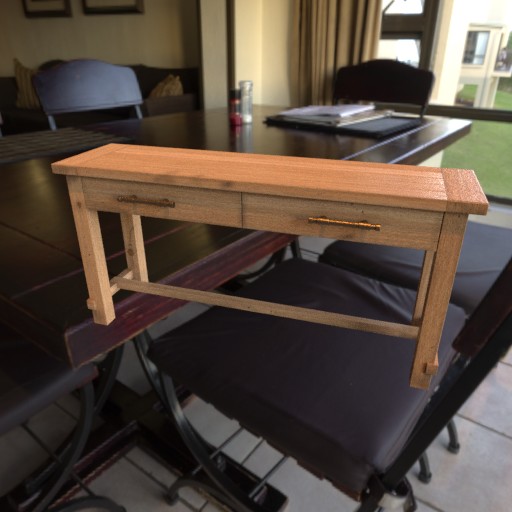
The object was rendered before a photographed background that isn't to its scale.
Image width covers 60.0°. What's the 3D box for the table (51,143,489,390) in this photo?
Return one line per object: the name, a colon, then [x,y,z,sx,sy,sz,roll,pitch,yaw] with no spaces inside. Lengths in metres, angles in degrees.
table: [0.000,0.000,1.882,1.599,0.762,0.442,8,27,16]
